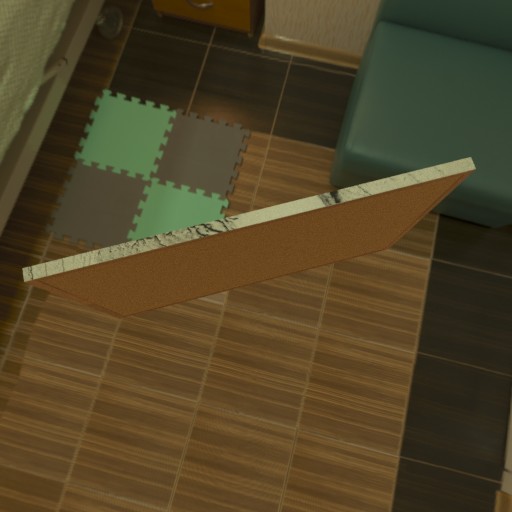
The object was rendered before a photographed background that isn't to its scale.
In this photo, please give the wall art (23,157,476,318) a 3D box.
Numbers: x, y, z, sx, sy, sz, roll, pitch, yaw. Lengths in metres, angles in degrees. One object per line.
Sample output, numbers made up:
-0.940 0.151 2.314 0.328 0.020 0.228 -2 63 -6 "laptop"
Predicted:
0.000 0.000 1.454 1.141 0.758 0.035 -14 76 -4 "wall art"
